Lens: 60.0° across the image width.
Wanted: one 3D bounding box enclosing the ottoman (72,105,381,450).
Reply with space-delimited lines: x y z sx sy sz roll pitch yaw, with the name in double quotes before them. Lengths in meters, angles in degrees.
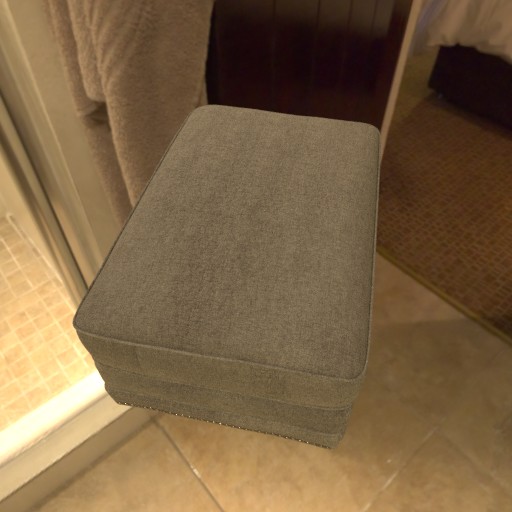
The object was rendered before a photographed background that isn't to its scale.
"ottoman" 0.000 0.000 1.147 0.561 0.457 0.813 9 48 8
